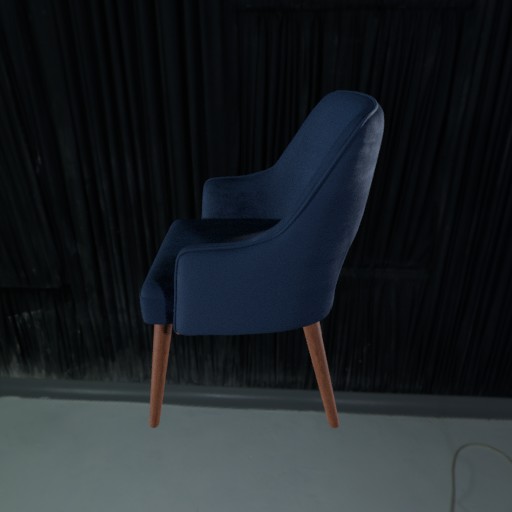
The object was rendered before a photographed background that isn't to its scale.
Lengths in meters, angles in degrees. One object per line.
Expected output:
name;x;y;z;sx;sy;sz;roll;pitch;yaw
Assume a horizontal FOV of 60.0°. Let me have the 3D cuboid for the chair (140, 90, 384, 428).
chair;0.000;0.000;1.236;0.591;0.844;0.559;0;27;1
